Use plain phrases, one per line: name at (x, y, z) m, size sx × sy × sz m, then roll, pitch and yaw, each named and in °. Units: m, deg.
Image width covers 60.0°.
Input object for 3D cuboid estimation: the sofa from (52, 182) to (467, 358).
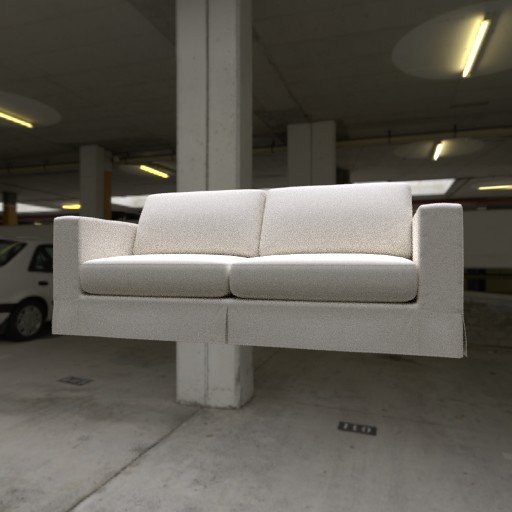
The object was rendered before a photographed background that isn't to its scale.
sofa at (0.000, 0.000, 2.644) m, size 2.163 × 0.881 × 0.954 m, roll 0°, pitch 0°, yaw 17°
